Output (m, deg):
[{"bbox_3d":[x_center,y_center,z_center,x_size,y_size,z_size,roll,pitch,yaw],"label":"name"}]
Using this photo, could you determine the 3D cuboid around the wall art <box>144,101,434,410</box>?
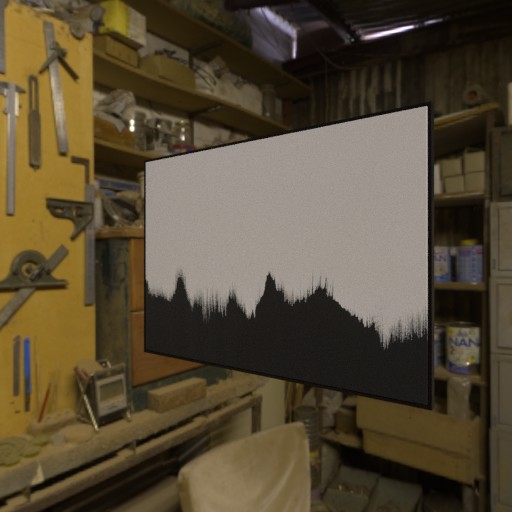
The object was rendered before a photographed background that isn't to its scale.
[{"bbox_3d":[0.000,0.000,1.243,0.957,0.660,0.019,0,0,37],"label":"wall art"}]
